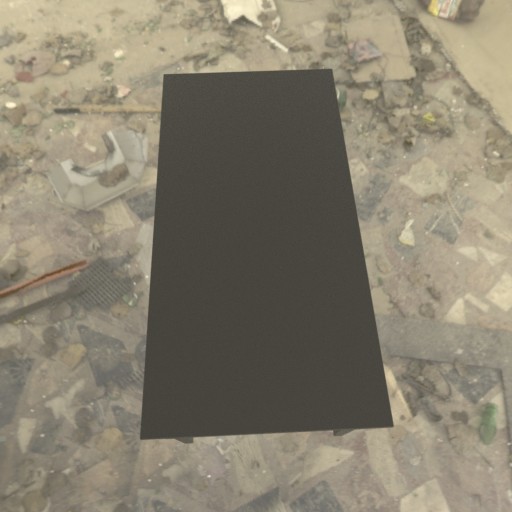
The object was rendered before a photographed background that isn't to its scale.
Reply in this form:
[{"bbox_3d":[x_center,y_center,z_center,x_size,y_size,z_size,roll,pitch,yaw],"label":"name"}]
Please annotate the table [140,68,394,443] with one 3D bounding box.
[{"bbox_3d":[0.000,0.000,1.350,0.523,0.470,1.044,-2,64,-1],"label":"table"}]
